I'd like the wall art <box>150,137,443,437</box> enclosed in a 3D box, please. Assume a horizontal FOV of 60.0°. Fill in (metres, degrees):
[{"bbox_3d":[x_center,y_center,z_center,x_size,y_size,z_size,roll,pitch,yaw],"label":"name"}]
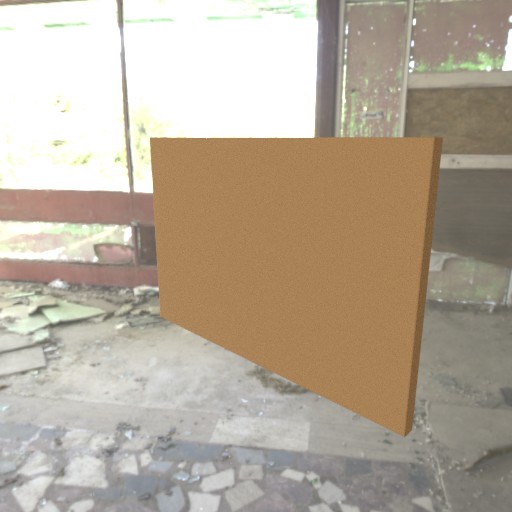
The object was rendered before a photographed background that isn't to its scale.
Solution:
[{"bbox_3d":[0.000,0.000,1.175,0.915,0.608,0.033,14,21,43],"label":"wall art"}]
